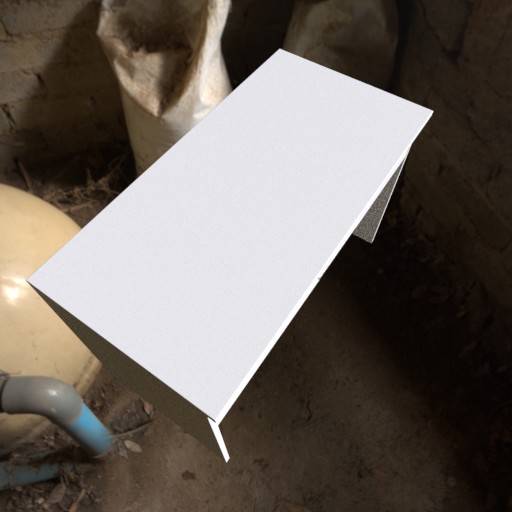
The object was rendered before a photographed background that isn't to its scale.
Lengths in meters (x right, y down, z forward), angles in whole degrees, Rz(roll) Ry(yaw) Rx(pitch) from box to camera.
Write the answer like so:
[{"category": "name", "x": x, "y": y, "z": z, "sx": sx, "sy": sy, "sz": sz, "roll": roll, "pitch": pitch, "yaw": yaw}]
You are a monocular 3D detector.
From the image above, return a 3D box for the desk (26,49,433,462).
[{"category": "desk", "x": 0.000, "y": 0.000, "z": 1.508, "sx": 0.560, "sy": 0.730, "sz": 1.100, "roll": 30, "pitch": 63, "yaw": 17}]
